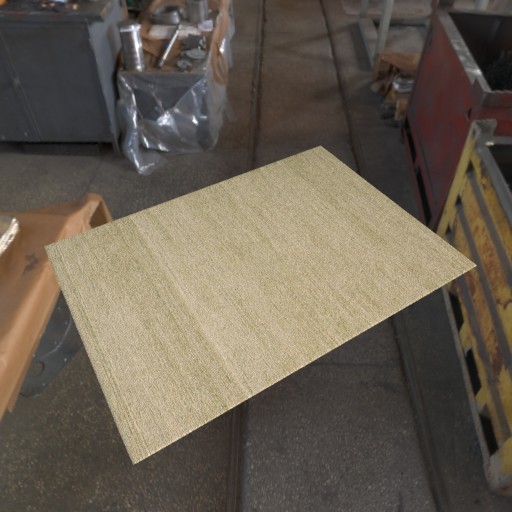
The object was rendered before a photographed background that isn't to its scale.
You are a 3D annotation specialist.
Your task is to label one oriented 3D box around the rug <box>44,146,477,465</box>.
[{"bbox_3d":[0.000,0.000,4.926,3.935,0.025,2.782,-24,51,-21],"label":"rug"}]
